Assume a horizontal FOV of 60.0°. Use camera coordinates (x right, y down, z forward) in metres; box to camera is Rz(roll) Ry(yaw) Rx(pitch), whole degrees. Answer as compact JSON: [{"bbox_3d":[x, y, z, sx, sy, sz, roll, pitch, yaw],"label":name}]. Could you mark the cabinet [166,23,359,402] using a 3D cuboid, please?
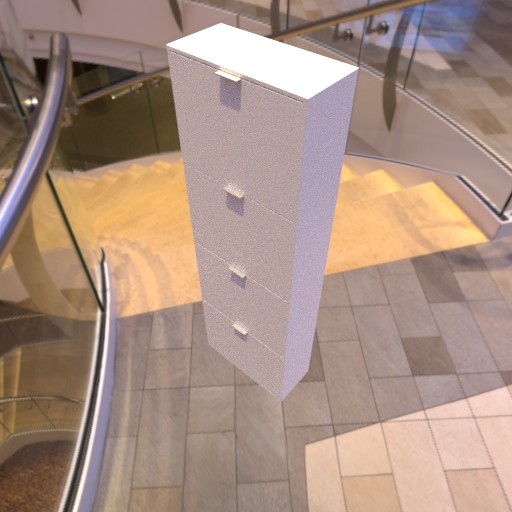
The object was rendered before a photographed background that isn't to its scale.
[{"bbox_3d":[0.000,0.000,1.844,0.520,1.630,0.255,32,54,27],"label":"cabinet"}]
